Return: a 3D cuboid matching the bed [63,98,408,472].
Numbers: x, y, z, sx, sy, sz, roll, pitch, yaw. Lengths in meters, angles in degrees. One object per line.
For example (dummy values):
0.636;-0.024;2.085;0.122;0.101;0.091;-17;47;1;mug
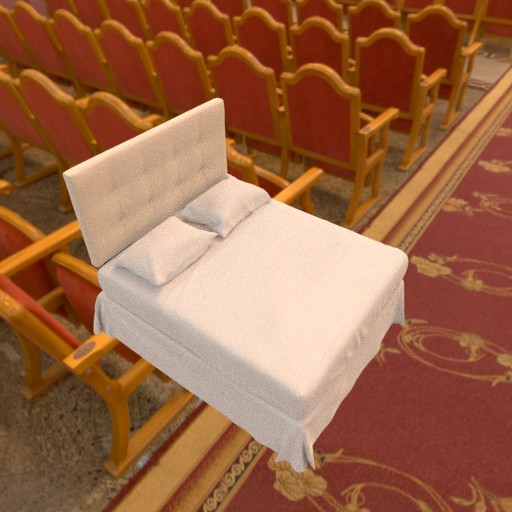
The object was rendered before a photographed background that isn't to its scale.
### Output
0.000;0.000;3.522;2.222;1.577;1.936;26;47;26;bed
